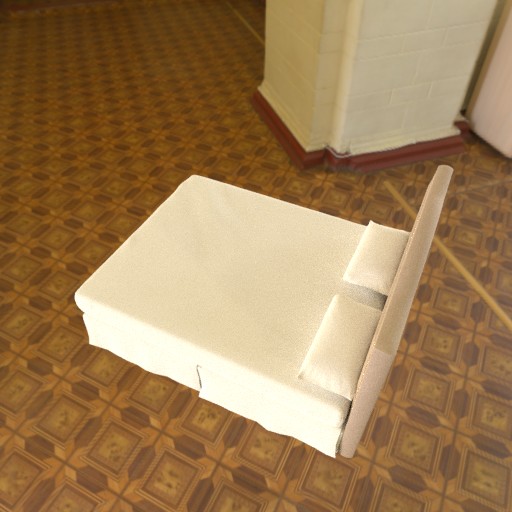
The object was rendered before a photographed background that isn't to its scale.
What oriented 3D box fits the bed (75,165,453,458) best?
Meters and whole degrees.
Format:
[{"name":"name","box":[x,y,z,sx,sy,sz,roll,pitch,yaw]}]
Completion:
[{"name":"bed","box":[0.000,0.000,3.400,2.282,1.436,1.821,19,49,18]}]
